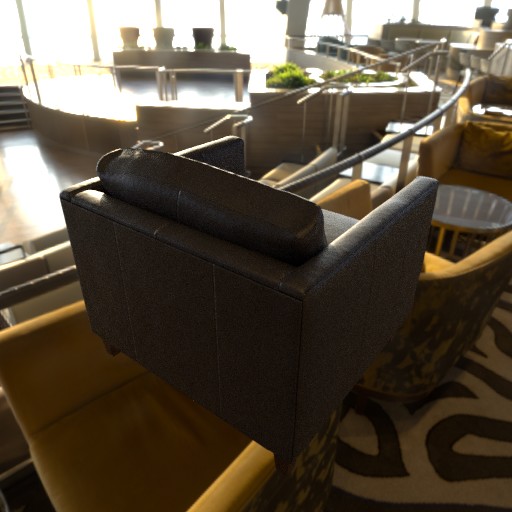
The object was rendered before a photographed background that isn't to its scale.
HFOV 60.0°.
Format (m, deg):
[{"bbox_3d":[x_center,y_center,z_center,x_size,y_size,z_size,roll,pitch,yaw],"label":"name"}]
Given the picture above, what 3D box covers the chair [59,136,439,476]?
[{"bbox_3d":[0.000,0.000,1.569,0.939,0.811,0.862,21,36,32],"label":"chair"}]
